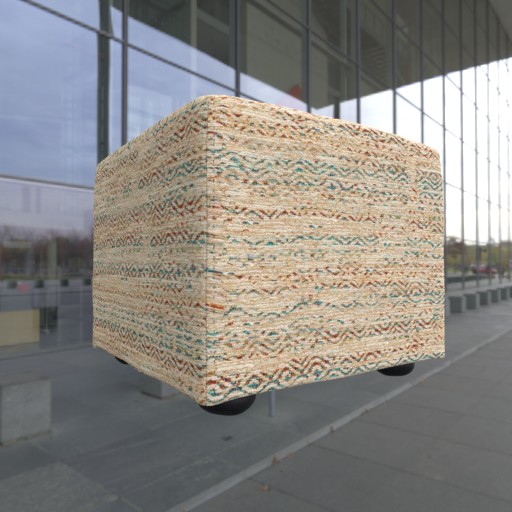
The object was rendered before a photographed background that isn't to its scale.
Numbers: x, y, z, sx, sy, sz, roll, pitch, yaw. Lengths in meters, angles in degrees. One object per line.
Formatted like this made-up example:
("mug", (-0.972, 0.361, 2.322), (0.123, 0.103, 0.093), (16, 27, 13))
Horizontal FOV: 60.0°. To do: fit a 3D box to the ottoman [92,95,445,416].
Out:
("ottoman", (0.000, 0.000, 0.887), (0.512, 0.453, 0.521), (1, -1, -35))
